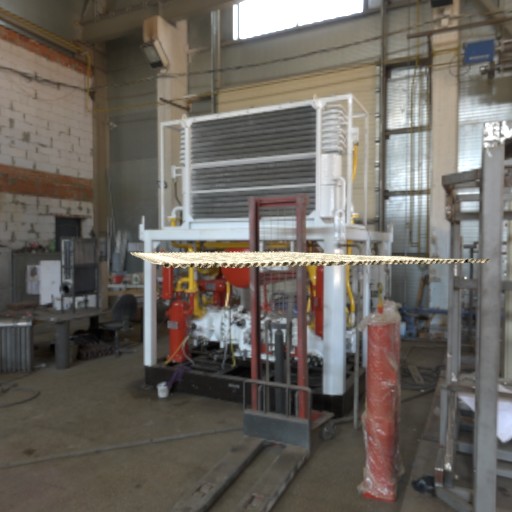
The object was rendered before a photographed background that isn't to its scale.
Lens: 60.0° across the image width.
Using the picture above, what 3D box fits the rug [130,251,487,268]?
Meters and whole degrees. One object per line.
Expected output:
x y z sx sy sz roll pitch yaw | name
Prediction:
0.000 0.000 2.987 1.530 0.025 2.431 -1 2 -19 | rug
